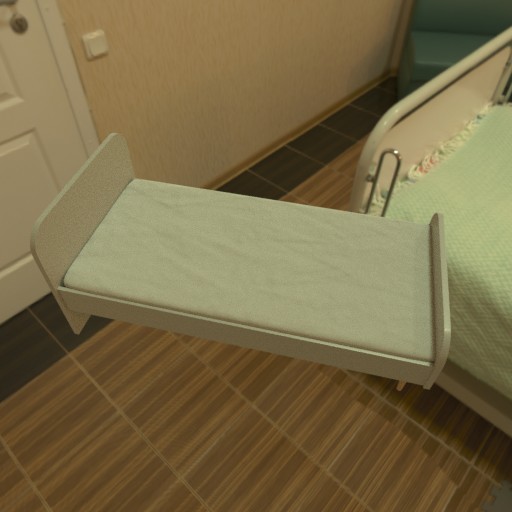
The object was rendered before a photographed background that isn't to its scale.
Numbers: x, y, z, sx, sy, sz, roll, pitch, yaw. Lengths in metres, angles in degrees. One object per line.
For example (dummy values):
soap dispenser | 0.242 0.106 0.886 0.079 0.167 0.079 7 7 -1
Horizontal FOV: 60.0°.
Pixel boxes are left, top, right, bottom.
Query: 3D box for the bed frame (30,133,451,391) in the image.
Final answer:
bed frame | 0.000 0.000 2.494 1.963 0.805 0.998 10 48 9
